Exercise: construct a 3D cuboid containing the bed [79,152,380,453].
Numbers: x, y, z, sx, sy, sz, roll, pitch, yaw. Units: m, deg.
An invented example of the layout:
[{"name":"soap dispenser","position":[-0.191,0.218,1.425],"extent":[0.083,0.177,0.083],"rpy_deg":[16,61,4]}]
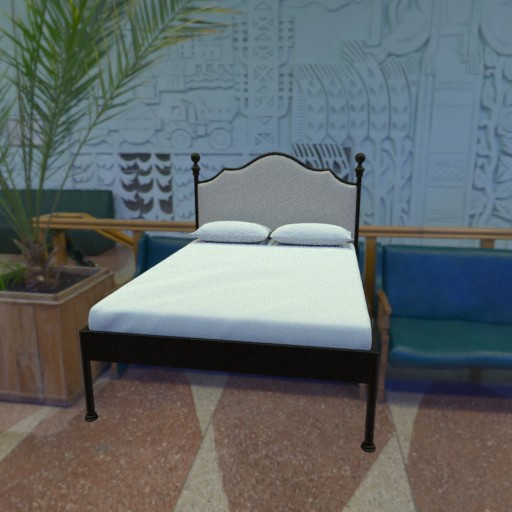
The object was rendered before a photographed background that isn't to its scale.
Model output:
[{"name":"bed","position":[0.000,0.000,3.279],"extent":[1.642,1.499,2.224],"rpy_deg":[2,14,9]}]
